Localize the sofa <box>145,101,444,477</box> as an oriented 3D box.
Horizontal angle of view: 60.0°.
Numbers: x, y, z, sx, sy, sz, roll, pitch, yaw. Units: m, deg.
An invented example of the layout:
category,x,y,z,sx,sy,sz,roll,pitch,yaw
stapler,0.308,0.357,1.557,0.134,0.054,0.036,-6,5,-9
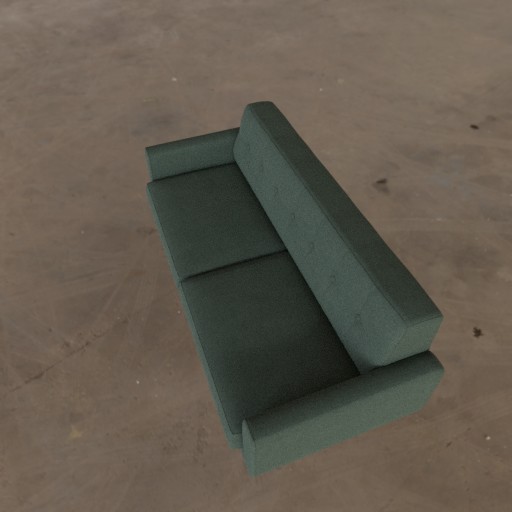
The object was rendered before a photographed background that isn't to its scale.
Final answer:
category,x,y,z,sx,sy,sz,roll,pitch,yaw
sofa,0.000,0.000,2.454,0.909,0.841,2.029,-16,49,-14
